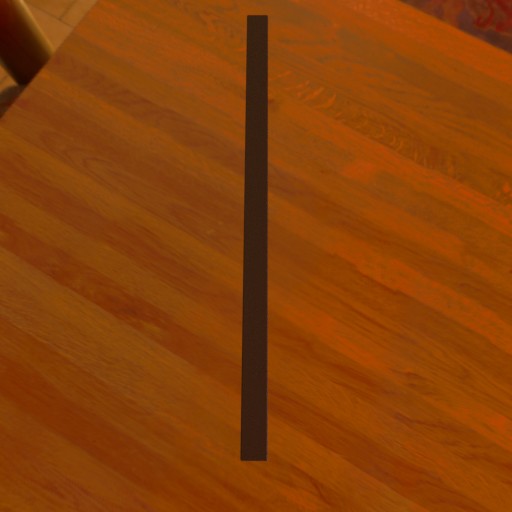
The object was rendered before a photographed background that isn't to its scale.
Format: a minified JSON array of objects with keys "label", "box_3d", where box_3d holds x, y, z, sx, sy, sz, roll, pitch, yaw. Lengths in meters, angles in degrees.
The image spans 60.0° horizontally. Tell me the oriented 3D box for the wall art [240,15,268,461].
[{"label":"wall art","box_3d":[0.000,0.000,0.754,0.029,0.458,0.559,0,76,0]}]
